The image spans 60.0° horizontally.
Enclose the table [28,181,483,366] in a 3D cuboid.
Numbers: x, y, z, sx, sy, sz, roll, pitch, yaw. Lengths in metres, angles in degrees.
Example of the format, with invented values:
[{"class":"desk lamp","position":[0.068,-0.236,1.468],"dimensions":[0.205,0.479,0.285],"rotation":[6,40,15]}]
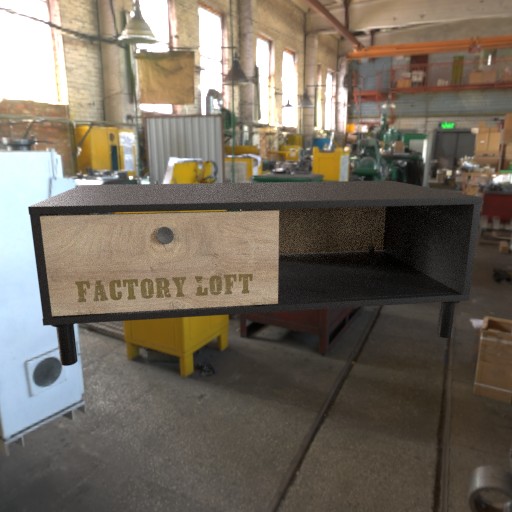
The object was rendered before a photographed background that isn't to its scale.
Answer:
[{"class":"table","position":[0.000,0.000,1.360],"dimensions":[1.100,0.400,0.550],"rotation":[-2,15,-9]}]
